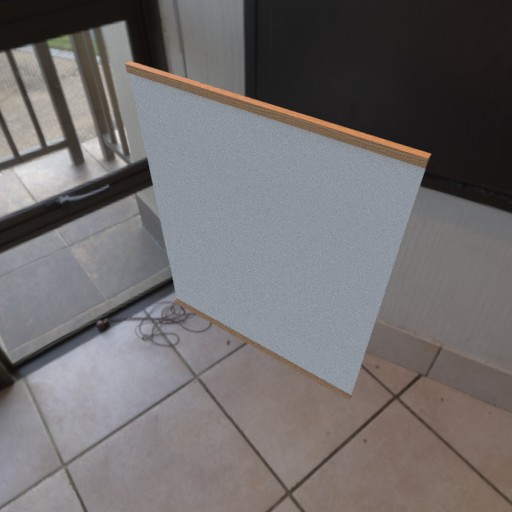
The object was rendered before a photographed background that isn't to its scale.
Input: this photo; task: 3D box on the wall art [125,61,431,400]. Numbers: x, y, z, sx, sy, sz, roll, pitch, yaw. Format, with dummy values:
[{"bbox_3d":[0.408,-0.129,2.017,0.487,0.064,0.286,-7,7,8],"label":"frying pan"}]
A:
[{"bbox_3d":[0.000,0.000,0.690,0.404,0.507,0.010,25,51,22],"label":"wall art"}]
